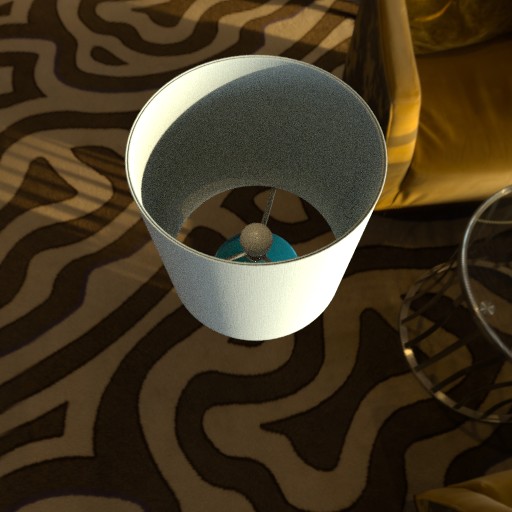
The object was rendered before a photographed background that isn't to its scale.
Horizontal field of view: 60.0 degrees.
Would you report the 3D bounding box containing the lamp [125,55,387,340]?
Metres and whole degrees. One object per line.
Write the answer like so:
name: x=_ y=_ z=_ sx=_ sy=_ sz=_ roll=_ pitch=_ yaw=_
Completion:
lamp: x=0.000 y=0.000 z=0.498 sx=0.193 sy=0.377 sz=0.193 roll=-15 pitch=66 yaw=-7
